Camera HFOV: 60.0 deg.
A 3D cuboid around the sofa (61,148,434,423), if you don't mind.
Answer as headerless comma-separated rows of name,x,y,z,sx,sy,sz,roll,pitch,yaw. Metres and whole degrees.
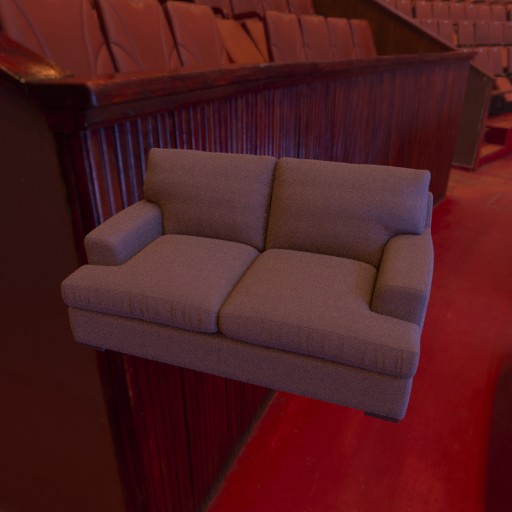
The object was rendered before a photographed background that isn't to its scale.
sofa,0.000,0.000,2.509,1.869,0.950,1.140,9,27,17
